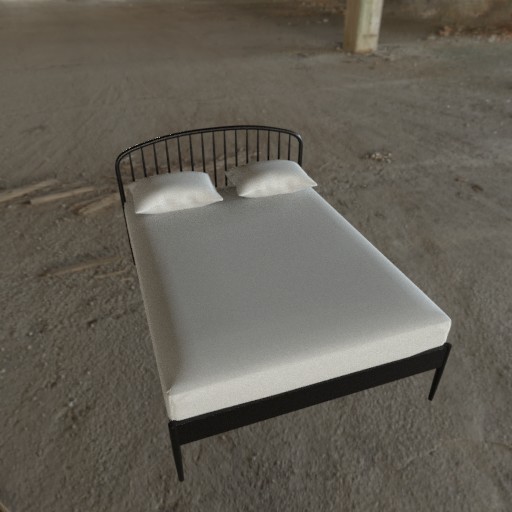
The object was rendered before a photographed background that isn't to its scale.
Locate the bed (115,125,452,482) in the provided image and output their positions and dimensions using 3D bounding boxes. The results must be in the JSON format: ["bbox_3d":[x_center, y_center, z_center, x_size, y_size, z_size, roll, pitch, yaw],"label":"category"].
[{"bbox_3d":[0.000,0.000,3.069,1.618,1.166,2.159,-11,35,-16],"label":"bed"}]
